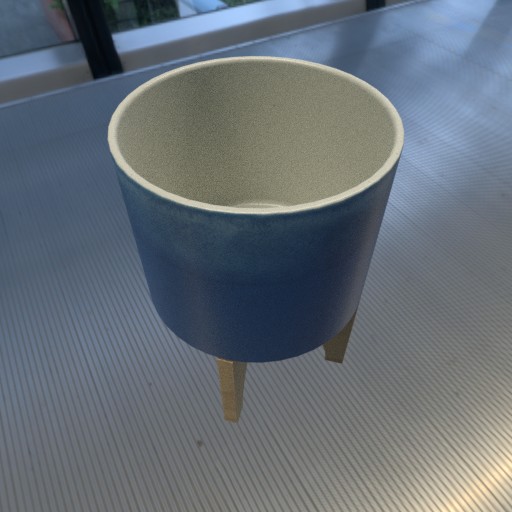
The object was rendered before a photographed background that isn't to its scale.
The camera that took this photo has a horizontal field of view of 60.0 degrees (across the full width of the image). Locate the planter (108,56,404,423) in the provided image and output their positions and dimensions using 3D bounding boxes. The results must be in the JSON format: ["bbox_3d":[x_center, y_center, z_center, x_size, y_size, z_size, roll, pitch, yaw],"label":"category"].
[{"bbox_3d":[0.000,0.000,0.533,0.261,0.367,0.261,0,47,0],"label":"planter"}]
